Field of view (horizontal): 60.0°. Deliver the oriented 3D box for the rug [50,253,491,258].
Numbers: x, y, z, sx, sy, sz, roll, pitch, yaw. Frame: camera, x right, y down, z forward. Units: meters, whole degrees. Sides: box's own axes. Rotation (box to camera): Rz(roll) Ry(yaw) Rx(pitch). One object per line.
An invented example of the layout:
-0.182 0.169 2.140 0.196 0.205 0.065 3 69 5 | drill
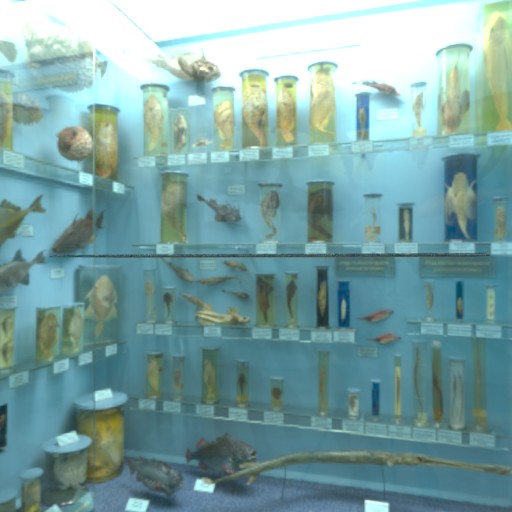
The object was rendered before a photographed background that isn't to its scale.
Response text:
0.000 0.000 2.537 2.292 0.014 0.685 0 -1 18 | rug
